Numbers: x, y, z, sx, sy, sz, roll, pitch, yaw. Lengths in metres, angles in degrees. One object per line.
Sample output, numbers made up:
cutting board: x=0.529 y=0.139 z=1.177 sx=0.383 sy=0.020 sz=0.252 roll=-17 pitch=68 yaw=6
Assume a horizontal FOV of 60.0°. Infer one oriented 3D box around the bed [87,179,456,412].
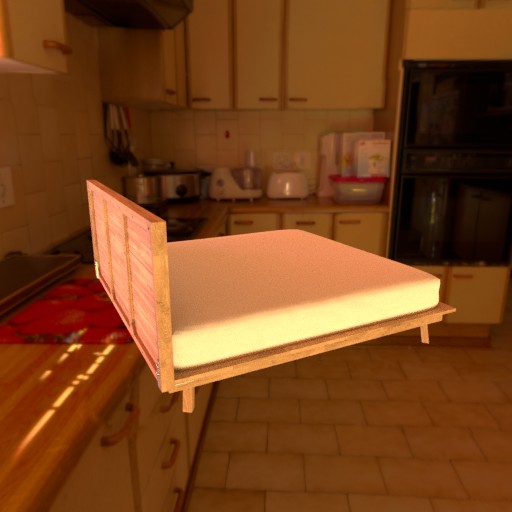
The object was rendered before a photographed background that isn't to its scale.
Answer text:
bed: x=0.000 y=0.000 z=3.496 sx=2.167 sy=1.100 sz=2.116 roll=-8 pitch=17 yaw=-26
